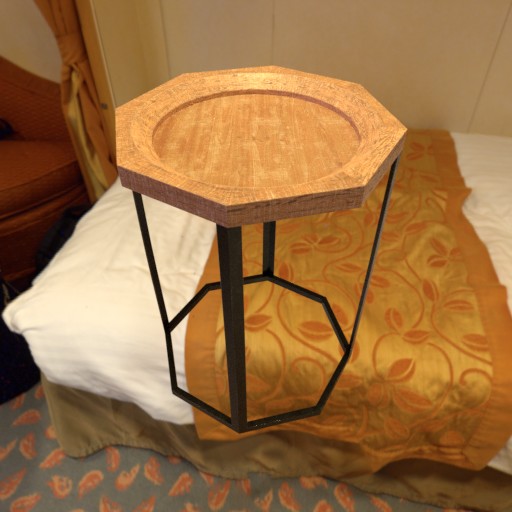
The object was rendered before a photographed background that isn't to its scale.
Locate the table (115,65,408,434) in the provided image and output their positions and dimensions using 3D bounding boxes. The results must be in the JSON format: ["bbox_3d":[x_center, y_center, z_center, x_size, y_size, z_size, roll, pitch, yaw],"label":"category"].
[{"bbox_3d":[0.000,0.000,0.842,0.437,0.553,0.437,-27,49,-26],"label":"table"}]
